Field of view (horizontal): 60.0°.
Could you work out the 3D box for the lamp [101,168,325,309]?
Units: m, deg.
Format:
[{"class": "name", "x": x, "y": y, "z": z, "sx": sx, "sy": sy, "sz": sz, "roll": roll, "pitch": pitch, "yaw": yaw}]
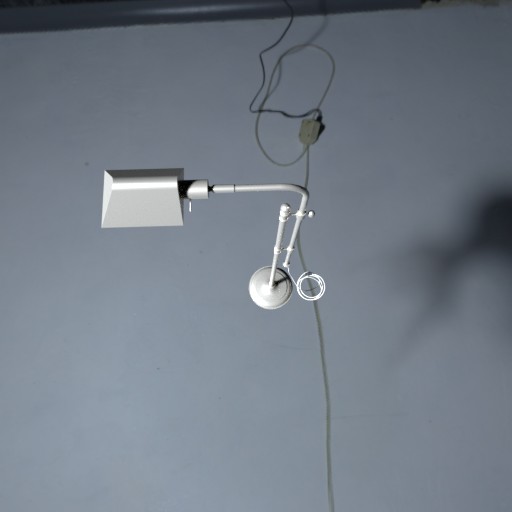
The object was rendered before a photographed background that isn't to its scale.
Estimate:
[{"class": "lamp", "x": 0.000, "y": 0.000, "z": 1.846, "sx": 0.813, "sy": 1.571, "sz": 0.256, "roll": -2, "pitch": 76, "yaw": 0}]
